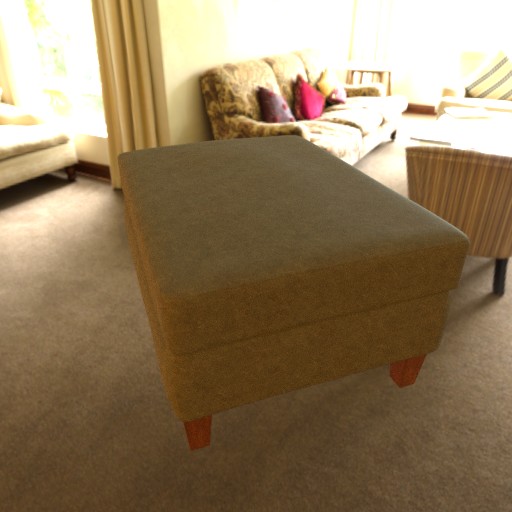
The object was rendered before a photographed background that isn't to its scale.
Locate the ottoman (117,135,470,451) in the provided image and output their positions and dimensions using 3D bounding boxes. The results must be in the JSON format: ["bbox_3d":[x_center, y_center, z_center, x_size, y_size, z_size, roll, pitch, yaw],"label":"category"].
[{"bbox_3d":[0.000,0.000,1.224,0.639,0.464,0.839,-10,32,-17],"label":"ottoman"}]
